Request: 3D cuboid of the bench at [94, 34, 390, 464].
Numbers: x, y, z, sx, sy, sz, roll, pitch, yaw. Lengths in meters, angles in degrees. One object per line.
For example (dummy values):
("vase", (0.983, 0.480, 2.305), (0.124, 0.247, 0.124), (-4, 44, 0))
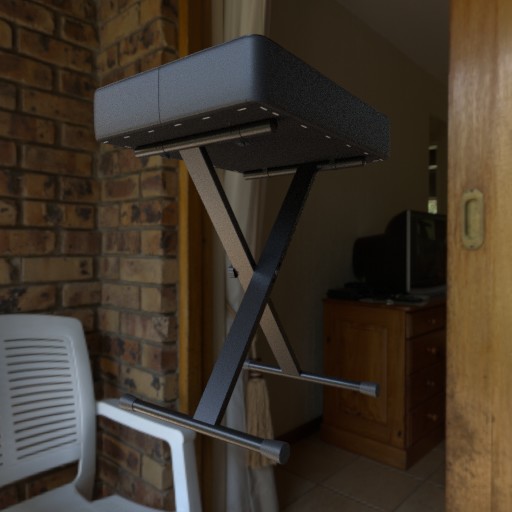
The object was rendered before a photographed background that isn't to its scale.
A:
("bench", (0.000, 0.000, 0.750), (0.321, 0.500, 0.424), (1, 1, 37))
